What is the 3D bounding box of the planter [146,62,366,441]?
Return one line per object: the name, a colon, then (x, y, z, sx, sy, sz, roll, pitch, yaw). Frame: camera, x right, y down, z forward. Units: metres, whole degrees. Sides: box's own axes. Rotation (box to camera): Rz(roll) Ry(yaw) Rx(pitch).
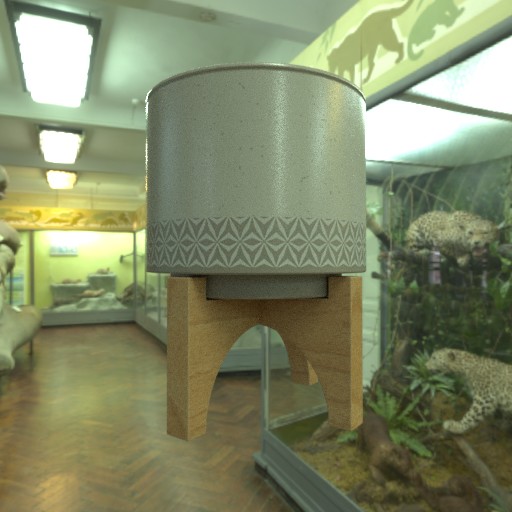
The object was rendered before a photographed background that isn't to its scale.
planter: (0.000, 0.000, 0.268, 0.130, 0.178, 0.130, 0, -1, 0)
